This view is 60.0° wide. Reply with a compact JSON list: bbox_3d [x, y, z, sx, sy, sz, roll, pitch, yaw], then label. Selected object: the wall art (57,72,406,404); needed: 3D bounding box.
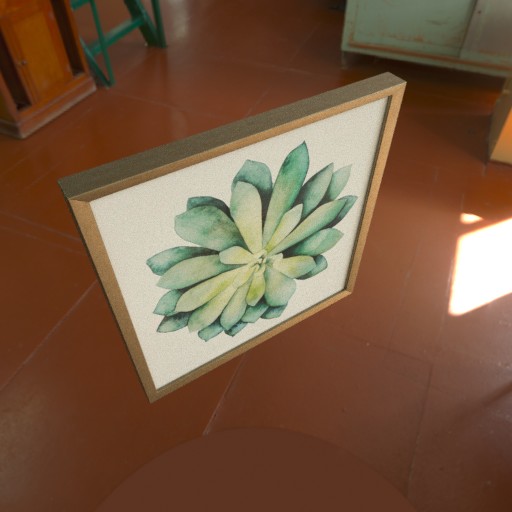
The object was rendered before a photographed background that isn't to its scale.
[{"bbox_3d":[0.000,0.000,0.762,0.503,0.506,0.040,-25,52,-21],"label":"wall art"}]
